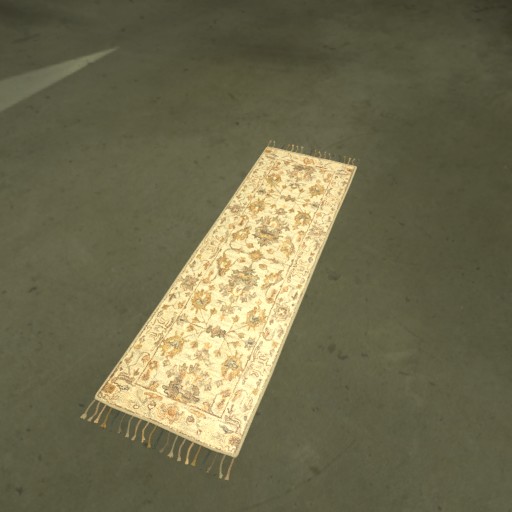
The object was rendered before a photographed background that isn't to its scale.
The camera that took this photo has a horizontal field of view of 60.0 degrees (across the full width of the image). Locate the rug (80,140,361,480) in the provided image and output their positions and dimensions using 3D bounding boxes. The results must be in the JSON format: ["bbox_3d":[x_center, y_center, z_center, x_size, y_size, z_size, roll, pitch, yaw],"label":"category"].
[{"bbox_3d":[0.000,0.000,2.662,0.729,0.021,2.438,16,49,15],"label":"rug"}]
